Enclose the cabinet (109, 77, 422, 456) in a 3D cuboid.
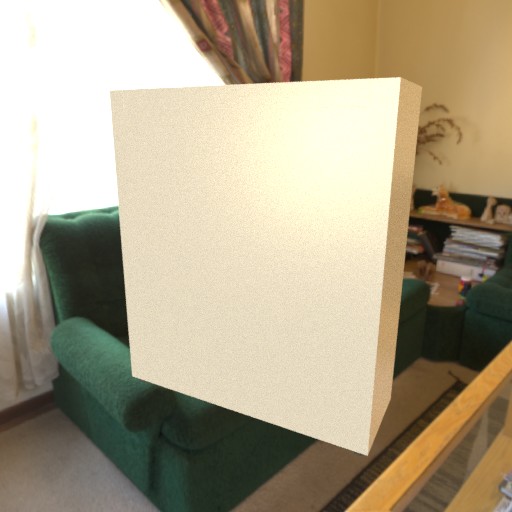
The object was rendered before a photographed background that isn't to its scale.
[{"bbox_3d":[0.000,0.000,1.624,0.990,1.150,0.348,9,19,27],"label":"cabinet"}]
